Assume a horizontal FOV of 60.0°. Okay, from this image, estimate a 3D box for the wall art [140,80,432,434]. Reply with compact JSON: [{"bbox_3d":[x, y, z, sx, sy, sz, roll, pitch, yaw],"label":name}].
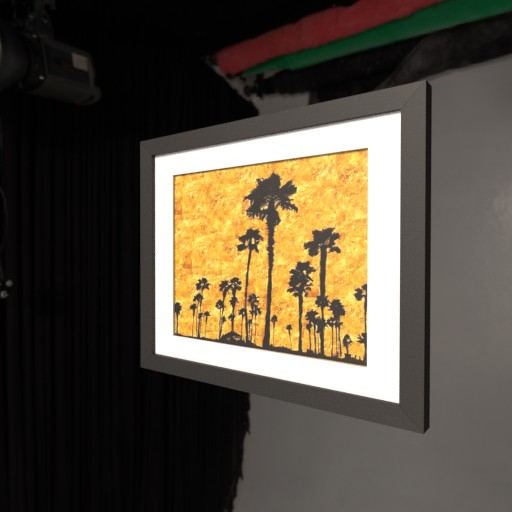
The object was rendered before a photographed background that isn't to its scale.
[{"bbox_3d":[0.000,0.000,0.749,0.561,0.460,0.028,1,1,36],"label":"wall art"}]
